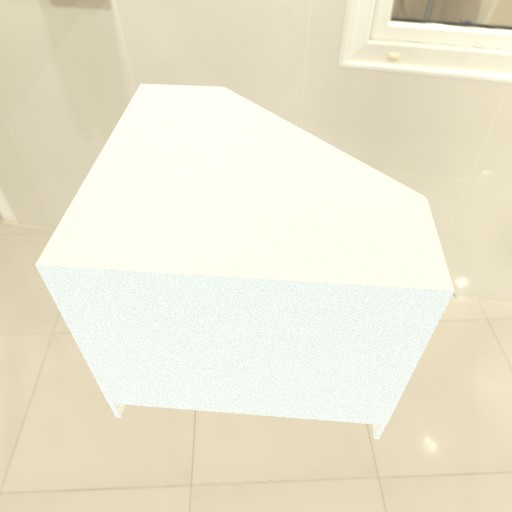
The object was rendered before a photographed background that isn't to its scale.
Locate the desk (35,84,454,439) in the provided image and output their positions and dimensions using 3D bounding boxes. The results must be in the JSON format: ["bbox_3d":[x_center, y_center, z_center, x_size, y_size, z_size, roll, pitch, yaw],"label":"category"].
[{"bbox_3d":[0.000,0.000,1.603,0.940,0.818,0.926,3,46,3],"label":"desk"}]
